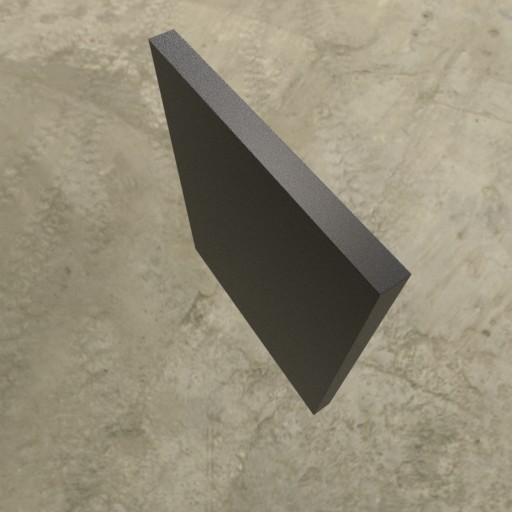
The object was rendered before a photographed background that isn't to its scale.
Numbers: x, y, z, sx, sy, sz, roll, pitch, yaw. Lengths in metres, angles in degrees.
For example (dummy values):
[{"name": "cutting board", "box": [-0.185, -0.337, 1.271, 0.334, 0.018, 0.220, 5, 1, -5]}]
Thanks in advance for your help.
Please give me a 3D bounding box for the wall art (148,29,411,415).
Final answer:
[{"name": "wall art", "box": [0.000, 0.000, 0.520, 0.028, 0.380, 0.325, -30, 64, -17]}]
